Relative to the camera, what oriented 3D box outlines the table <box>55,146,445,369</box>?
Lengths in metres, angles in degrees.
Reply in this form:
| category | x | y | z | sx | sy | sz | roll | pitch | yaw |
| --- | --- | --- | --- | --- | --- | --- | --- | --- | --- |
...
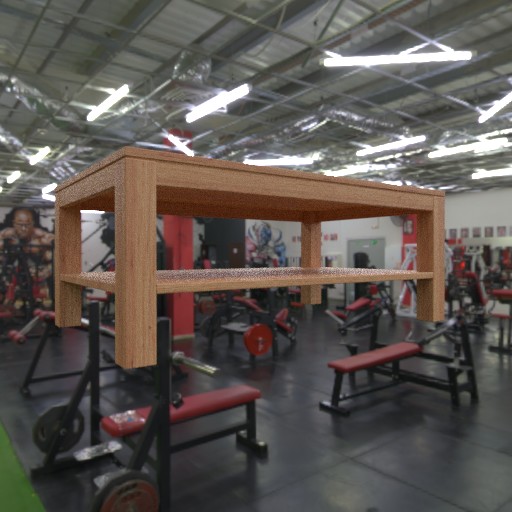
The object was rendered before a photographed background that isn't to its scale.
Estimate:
| category | x | y | z | sx | sy | sz | roll | pitch | yaw |
| --- | --- | --- | --- | --- | --- | --- | --- | --- | --- |
| table | 0.000 | 0.000 | 1.520 | 1.146 | 0.457 | 0.695 | 0 | 1 | -35 |
